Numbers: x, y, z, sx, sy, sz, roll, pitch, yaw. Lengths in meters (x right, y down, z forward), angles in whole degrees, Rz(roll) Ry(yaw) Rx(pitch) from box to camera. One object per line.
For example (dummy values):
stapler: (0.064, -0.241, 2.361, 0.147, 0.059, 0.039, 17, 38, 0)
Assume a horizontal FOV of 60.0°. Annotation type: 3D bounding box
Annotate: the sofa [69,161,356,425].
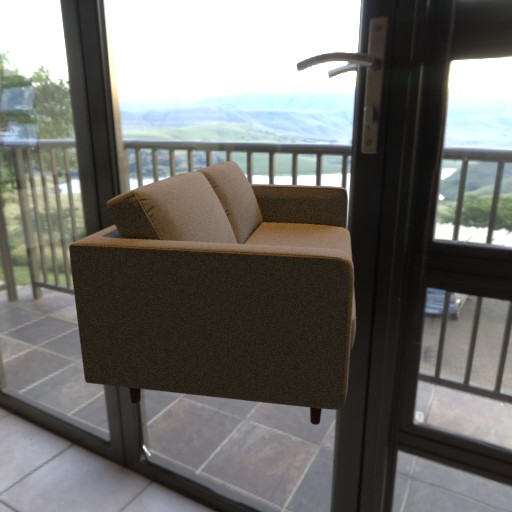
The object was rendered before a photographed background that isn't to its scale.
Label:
sofa: (0.000, 0.000, 2.328, 1.000, 0.900, 1.731, 3, 17, 10)
